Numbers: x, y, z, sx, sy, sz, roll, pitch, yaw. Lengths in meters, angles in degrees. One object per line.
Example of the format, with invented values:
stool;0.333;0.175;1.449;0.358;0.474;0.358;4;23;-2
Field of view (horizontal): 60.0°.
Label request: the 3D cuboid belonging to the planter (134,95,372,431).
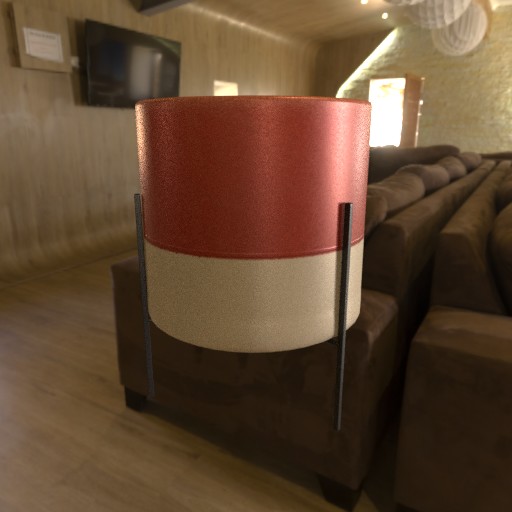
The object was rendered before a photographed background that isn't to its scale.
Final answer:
planter;0.000;0.000;0.716;0.345;0.465;0.354;-14;21;-42
